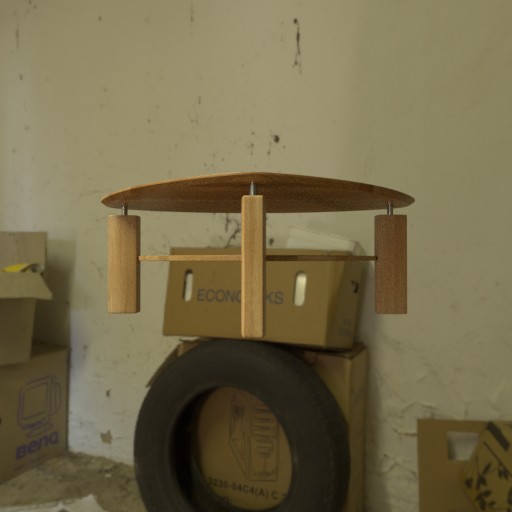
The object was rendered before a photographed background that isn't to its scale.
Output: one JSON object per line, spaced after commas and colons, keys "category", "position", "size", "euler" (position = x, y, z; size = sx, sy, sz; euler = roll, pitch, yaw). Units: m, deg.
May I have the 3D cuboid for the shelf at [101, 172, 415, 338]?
{"category": "shelf", "position": [0.000, 0.000, 1.599], "size": [1.240, 0.439, 0.863], "euler": [0, 0, 1]}
